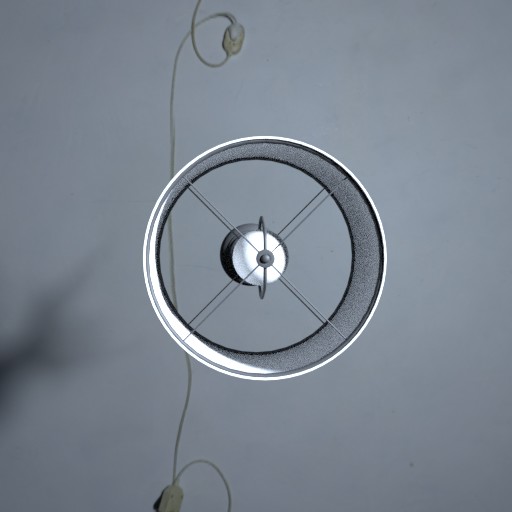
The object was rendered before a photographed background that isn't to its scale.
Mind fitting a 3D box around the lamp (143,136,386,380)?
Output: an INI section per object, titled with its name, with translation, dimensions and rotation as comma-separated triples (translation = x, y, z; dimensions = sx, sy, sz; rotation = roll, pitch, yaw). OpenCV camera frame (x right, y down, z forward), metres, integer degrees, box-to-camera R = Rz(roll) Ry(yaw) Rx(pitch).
[lamp]
translation = 0.000, 0.000, 0.707
dimensions = 0.310, 0.501, 0.310
rotation = 0, 91, -2
